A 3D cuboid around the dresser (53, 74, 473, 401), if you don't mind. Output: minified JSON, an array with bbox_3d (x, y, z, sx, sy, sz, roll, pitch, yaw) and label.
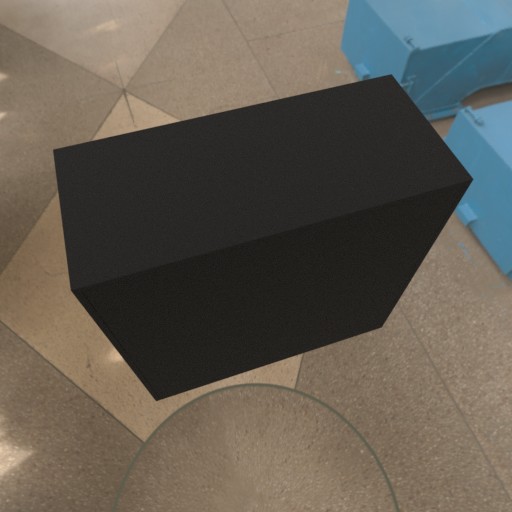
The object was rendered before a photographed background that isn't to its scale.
[{"bbox_3d":[0.000,0.000,1.173,0.750,0.720,0.360,-16,60,-10],"label":"dresser"}]
